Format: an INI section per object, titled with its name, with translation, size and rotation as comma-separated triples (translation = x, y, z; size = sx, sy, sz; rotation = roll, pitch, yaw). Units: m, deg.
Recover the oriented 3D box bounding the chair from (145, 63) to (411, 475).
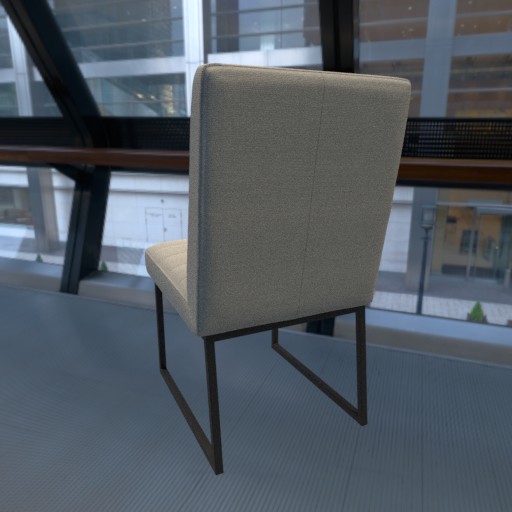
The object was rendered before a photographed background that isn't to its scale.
[chair]
translation = 0.000, 0.000, 1.279
size = 0.520, 0.930, 0.634
rotation = -7, 16, -25
